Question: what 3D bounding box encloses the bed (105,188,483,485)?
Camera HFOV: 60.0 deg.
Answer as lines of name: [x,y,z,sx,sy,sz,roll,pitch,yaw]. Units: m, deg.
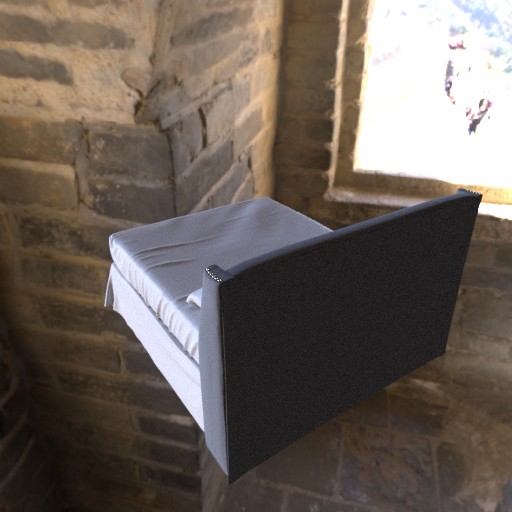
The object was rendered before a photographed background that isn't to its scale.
bed: [0.000,0.000,3.399,1.925,1.332,2.276,-18,32,-30]
